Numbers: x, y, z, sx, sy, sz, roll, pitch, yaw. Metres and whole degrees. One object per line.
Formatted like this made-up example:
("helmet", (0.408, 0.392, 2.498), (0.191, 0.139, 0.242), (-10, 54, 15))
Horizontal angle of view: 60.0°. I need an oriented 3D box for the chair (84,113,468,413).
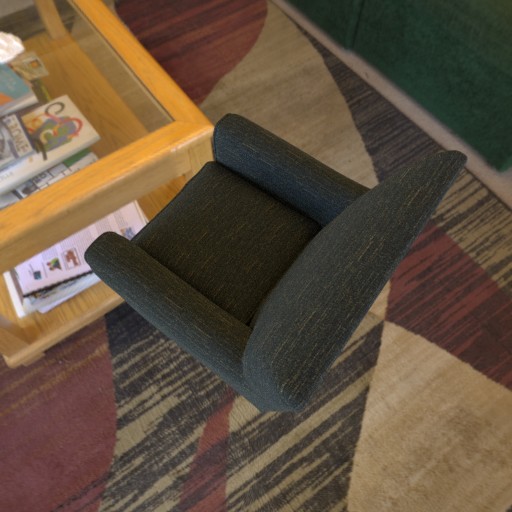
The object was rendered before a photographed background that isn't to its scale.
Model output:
("chair", (0.000, 0.000, 1.618), (0.873, 0.928, 0.864), (34, 68, 16))
